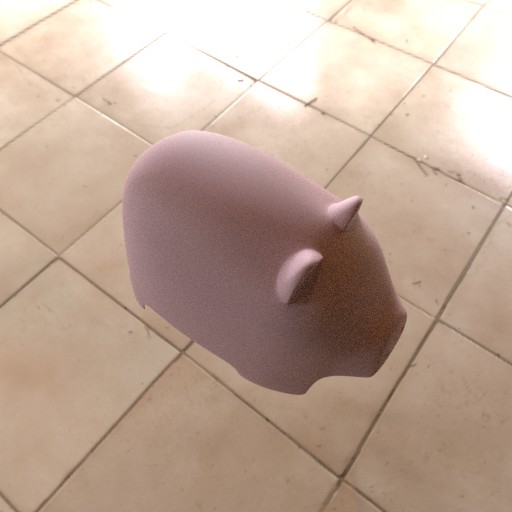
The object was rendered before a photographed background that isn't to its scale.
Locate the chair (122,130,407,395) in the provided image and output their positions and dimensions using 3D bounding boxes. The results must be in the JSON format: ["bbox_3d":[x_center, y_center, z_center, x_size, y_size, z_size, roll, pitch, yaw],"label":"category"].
[{"bbox_3d":[0.000,0.000,0.879,0.619,0.423,0.364,32,65,17],"label":"chair"}]
